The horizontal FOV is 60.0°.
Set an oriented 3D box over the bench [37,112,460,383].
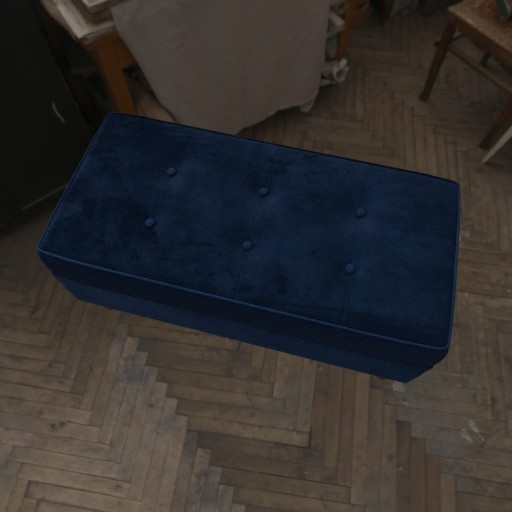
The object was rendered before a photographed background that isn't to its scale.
[{"bbox_3d":[0.000,0.000,1.312,1.010,0.467,0.489,13,65,6],"label":"bench"}]
